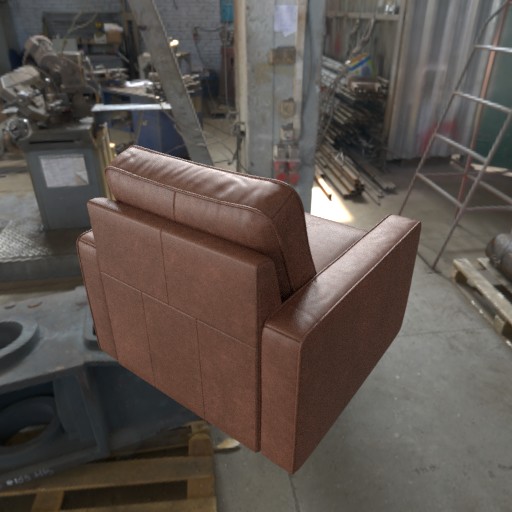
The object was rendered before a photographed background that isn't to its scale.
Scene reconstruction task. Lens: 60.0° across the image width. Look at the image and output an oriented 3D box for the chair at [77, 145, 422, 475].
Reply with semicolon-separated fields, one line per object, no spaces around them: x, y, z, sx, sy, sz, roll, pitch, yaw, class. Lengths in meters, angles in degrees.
0.000;0.000;1.758;1.017;0.919;0.940;20;35;31;chair
